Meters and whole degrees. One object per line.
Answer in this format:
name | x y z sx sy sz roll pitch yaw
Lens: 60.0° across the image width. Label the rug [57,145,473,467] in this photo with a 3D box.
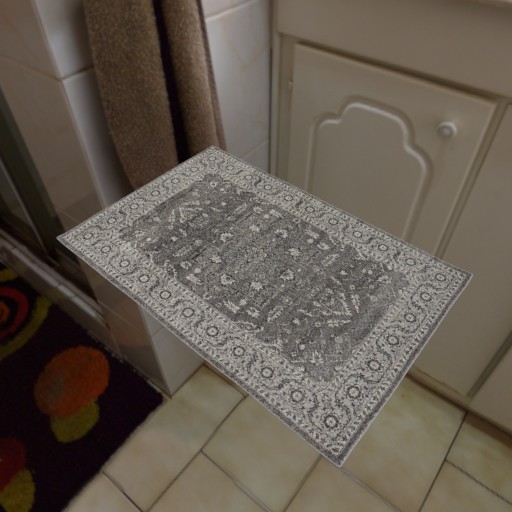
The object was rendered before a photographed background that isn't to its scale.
rug | 0.000 0.000 2.308 1.828 0.019 1.209 32 54 27
